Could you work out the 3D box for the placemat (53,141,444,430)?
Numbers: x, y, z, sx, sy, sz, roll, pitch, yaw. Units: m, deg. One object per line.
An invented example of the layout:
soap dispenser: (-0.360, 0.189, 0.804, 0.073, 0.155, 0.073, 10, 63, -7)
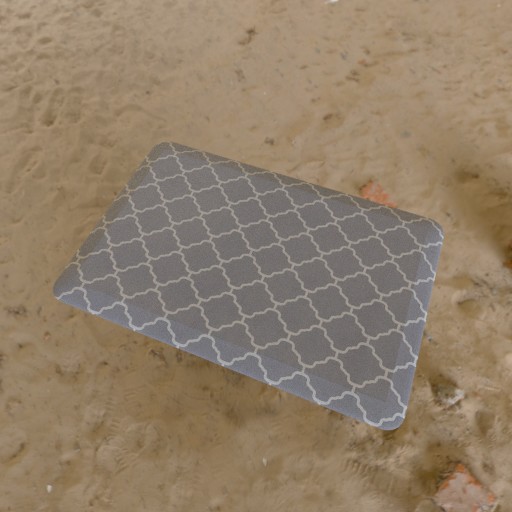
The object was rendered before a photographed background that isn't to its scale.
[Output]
placemat: (0.000, 0.000, 0.987, 0.762, 0.021, 0.508, 19, 60, 11)
